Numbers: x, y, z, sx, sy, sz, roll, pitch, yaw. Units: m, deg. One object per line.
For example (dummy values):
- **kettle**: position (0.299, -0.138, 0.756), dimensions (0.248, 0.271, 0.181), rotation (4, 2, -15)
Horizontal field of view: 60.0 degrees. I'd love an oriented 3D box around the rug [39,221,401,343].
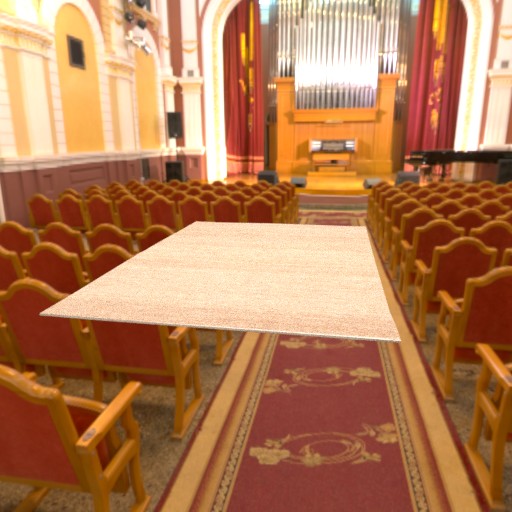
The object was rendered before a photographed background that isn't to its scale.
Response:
- **rug**: position (0.000, 0.000, 2.970), dimensions (1.574, 0.029, 2.346), rotation (3, 15, 10)
